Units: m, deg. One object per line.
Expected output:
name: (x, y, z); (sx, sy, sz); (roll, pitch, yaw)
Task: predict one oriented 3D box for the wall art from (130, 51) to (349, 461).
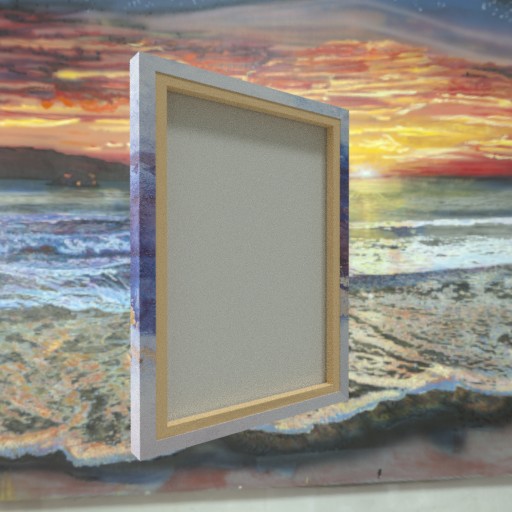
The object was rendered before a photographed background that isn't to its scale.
wall art: (0.000, 0.000, 0.772); (0.437, 0.581, 0.036); (0, 1, -37)
